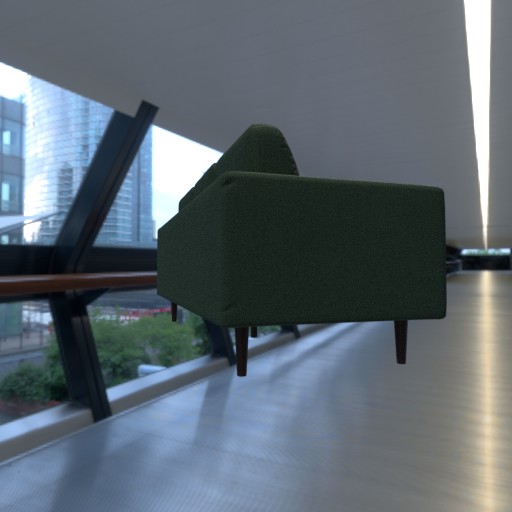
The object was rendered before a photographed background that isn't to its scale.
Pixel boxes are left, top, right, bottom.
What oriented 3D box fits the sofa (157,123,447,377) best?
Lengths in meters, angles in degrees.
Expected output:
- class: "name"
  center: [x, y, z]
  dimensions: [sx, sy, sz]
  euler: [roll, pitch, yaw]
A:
- class: "sofa"
  center: [0.000, 0.000, 2.457]
  dimensions: [0.879, 0.899, 2.029]
  euler: [1, -2, -18]
